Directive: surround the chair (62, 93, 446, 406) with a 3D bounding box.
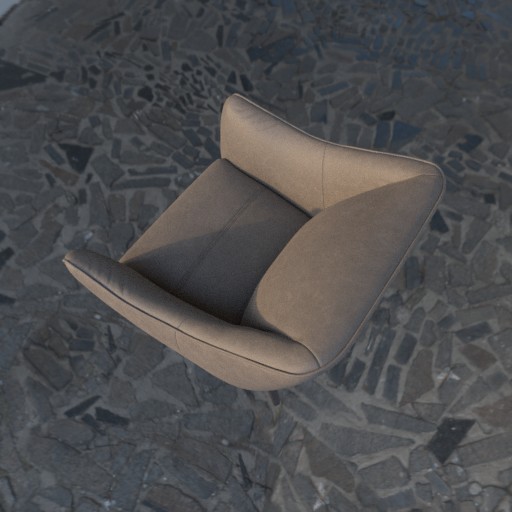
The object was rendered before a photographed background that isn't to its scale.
[{"bbox_3d":[0.000,0.000,1.527,0.852,0.830,0.871,32,67,16],"label":"chair"}]
